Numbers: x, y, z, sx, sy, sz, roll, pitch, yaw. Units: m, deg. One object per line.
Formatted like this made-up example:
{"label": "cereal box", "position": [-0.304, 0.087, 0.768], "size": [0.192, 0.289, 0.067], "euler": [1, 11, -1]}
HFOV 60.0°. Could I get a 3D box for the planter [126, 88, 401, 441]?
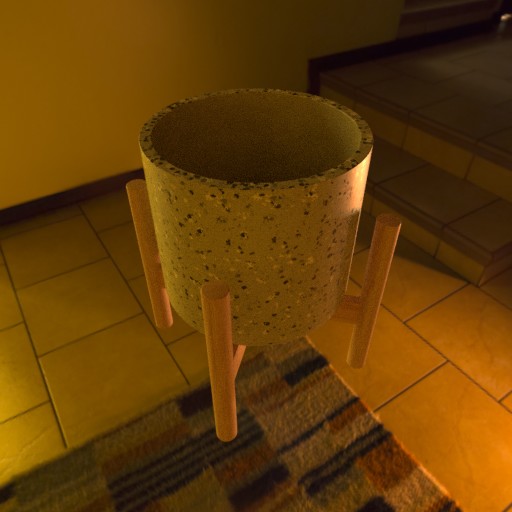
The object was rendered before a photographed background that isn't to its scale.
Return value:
{"label": "planter", "position": [0.000, 0.000, 0.531], "size": [0.284, 0.320, 0.284], "euler": [26, 47, 27]}
